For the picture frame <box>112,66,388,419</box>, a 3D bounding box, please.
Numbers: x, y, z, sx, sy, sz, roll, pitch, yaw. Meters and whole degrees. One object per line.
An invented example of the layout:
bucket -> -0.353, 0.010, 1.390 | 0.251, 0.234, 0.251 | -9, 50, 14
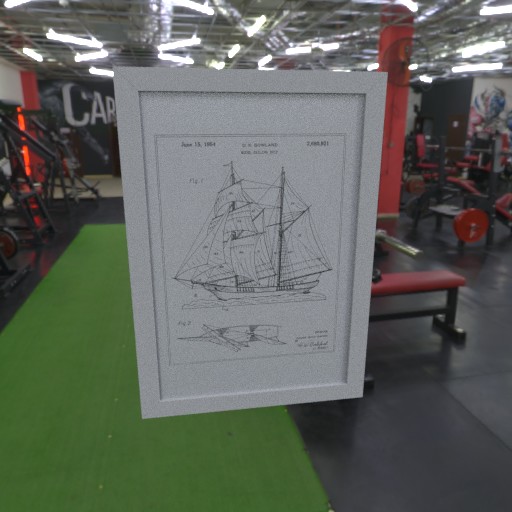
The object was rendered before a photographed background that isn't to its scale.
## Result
picture frame -> 0.000, 0.000, 0.589 | 0.326, 0.459, 0.011 | -3, 16, -9
